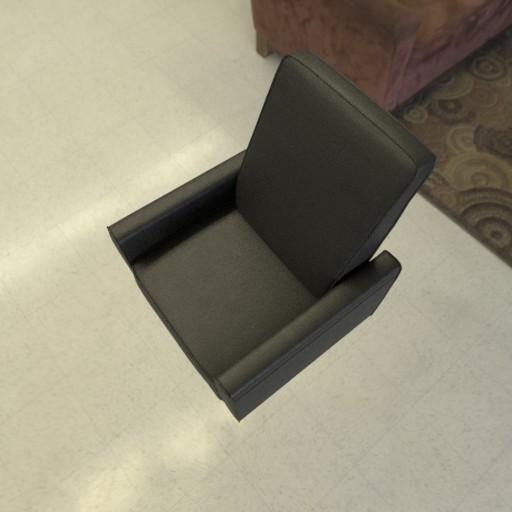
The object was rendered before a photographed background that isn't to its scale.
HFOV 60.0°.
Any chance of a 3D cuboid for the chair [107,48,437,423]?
[{"bbox_3d":[0.000,0.000,1.498,0.746,1.013,0.705,-35,68,-16],"label":"chair"}]
